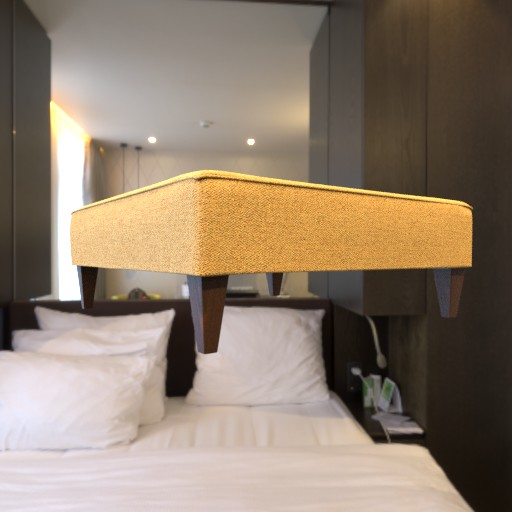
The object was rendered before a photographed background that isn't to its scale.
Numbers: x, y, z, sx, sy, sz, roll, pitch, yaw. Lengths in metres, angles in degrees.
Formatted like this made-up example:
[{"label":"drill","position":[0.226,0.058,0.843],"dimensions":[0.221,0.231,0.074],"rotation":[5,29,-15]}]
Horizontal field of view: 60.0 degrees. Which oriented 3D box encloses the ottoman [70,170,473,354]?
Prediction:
[{"label":"ottoman","position":[0.000,0.000,1.481],"dimensions":[0.970,0.378,0.981],"rotation":[0,0,-36]}]
